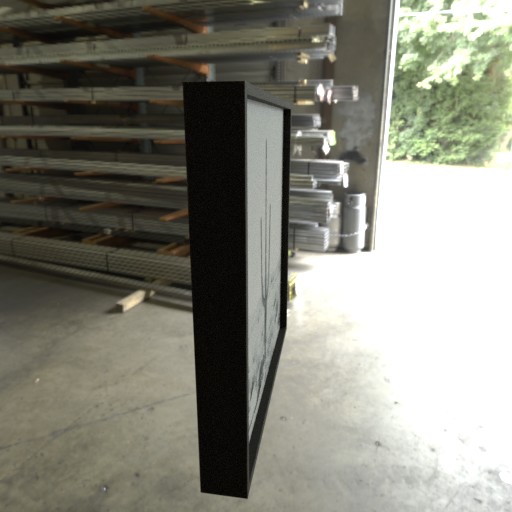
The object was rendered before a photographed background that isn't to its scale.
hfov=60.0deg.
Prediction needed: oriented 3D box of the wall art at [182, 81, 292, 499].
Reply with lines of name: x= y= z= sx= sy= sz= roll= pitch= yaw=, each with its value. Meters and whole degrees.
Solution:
wall art: x=0.000 y=0.000 z=0.450 sx=0.038 sy=0.305 sz=0.305 roll=3 pitch=17 yaw=9
